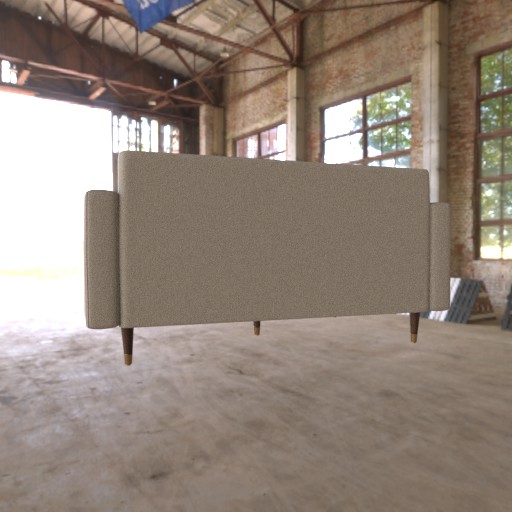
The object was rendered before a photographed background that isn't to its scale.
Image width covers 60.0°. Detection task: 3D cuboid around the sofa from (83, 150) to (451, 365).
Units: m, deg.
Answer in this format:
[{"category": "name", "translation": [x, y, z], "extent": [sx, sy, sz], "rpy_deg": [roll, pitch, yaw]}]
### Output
[{"category": "sofa", "translation": [0.000, 0.000, 2.233], "extent": [1.585, 0.801, 0.950], "rpy_deg": [0, 1, -18]}]
